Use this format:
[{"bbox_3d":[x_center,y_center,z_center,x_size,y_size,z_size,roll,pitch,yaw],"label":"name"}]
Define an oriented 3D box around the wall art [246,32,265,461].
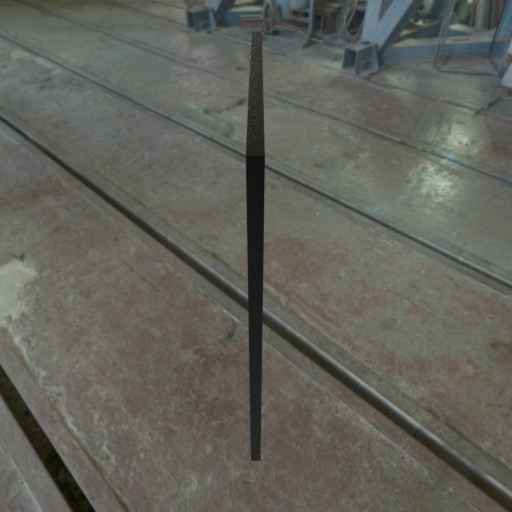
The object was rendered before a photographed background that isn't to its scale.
[{"bbox_3d":[0.000,0.000,0.827,0.019,0.656,0.462,0,41,0],"label":"wall art"}]
